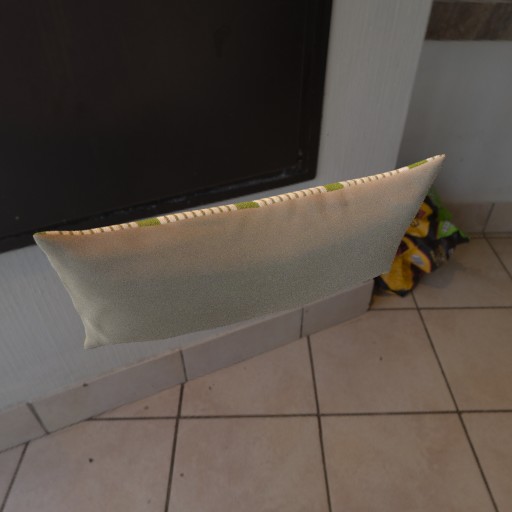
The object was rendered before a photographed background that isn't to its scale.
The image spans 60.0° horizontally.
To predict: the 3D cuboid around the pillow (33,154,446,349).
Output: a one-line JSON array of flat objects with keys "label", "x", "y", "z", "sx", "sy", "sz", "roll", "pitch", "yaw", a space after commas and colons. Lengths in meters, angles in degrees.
[{"label": "pillow", "x": 0.000, "y": 0.000, "z": 0.732, "sx": 0.608, "sy": 0.292, "sz": 0.156, "roll": -13, "pitch": 42, "yaw": -15}]
